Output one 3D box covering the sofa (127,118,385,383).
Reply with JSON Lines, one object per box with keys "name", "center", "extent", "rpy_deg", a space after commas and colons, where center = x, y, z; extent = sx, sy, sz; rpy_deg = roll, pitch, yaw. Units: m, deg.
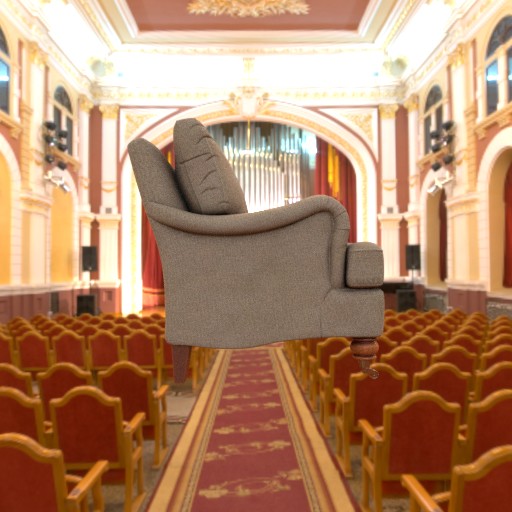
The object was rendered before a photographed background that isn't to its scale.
{"name": "sofa", "center": [0.000, 0.000, 2.837], "extent": [1.069, 1.096, 2.193], "rpy_deg": [0, -2, 0]}
